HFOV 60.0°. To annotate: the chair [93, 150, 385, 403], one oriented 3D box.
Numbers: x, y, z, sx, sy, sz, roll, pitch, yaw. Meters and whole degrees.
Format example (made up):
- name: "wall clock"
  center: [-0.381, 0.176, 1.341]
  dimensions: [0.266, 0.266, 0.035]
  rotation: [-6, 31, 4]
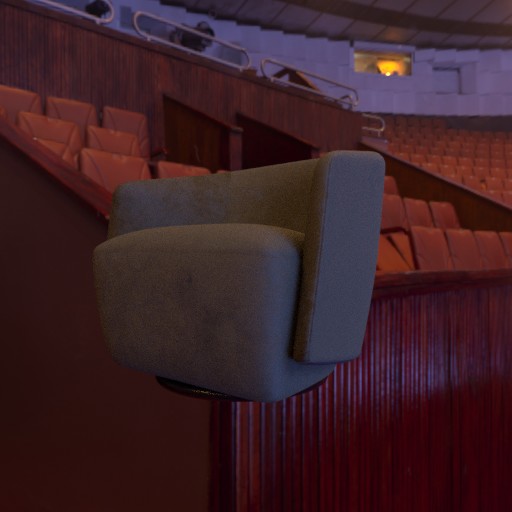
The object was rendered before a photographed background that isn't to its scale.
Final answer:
- name: "chair"
  center: [0.000, 0.000, 1.365]
  dimensions: [0.773, 0.698, 0.767]
  rotation: [1, 1, 37]
